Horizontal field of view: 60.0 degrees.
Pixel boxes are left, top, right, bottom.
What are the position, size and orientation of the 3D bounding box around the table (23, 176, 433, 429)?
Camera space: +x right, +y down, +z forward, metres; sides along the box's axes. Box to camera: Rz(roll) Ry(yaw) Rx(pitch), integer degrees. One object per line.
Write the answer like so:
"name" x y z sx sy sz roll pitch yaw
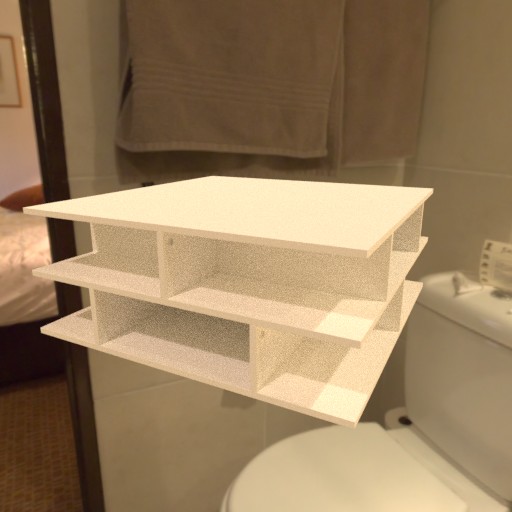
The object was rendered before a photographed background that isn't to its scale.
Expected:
"table" 0.000 0.000 1.079 0.700 0.289 0.700 8 18 27
